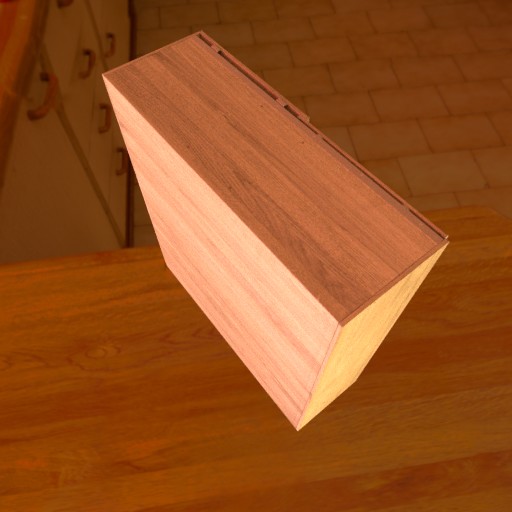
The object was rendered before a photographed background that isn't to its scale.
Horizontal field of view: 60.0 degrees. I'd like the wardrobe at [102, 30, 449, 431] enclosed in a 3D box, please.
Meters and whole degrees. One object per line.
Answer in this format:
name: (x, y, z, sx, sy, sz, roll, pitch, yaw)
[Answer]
wardrobe: (0.000, 0.000, 2.857, 0.629, 1.960, 1.780, -34, 64, -19)
